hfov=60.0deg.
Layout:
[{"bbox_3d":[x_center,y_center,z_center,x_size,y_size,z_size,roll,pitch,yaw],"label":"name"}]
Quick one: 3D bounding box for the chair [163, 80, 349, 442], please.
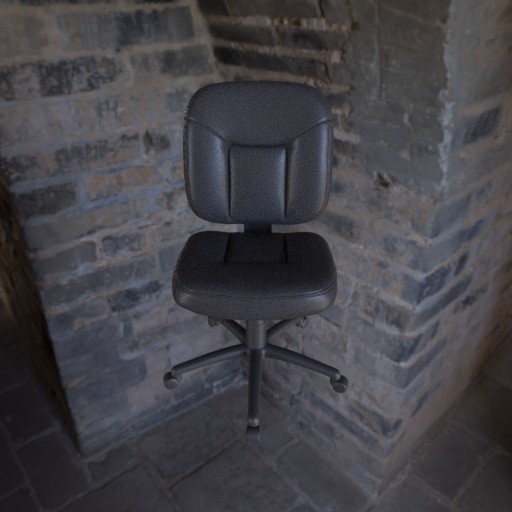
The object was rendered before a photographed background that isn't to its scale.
[{"bbox_3d":[0.000,0.000,1.391,0.647,0.959,0.646,1,29,1],"label":"chair"}]
